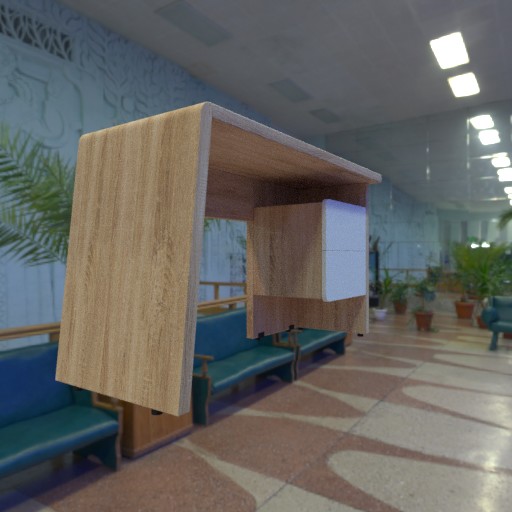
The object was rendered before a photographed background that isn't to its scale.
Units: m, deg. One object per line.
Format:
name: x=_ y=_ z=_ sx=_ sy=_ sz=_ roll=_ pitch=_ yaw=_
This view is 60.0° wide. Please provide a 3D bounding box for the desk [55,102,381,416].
desk: x=0.000 y=0.000 z=1.665 sx=0.500 sy=0.750 sz=1.300 roll=0 pitch=0 yaw=35
